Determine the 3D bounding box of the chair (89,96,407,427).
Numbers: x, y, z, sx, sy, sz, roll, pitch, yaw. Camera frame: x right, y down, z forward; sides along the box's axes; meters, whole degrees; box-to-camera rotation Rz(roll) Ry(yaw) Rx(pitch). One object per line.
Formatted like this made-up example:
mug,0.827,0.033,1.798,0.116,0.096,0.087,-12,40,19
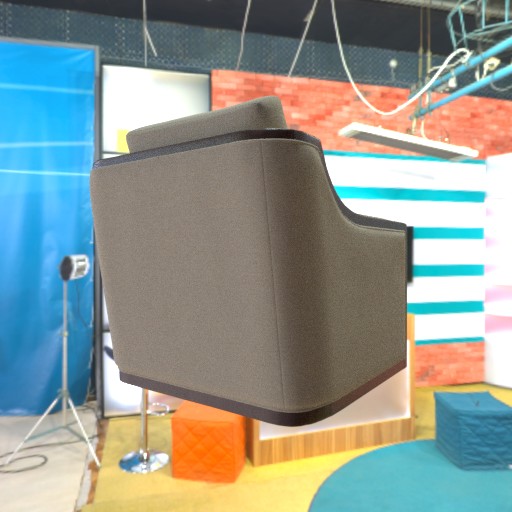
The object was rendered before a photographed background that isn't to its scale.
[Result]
chair,0.000,0.000,1.654,0.870,0.930,0.950,0,1,36
